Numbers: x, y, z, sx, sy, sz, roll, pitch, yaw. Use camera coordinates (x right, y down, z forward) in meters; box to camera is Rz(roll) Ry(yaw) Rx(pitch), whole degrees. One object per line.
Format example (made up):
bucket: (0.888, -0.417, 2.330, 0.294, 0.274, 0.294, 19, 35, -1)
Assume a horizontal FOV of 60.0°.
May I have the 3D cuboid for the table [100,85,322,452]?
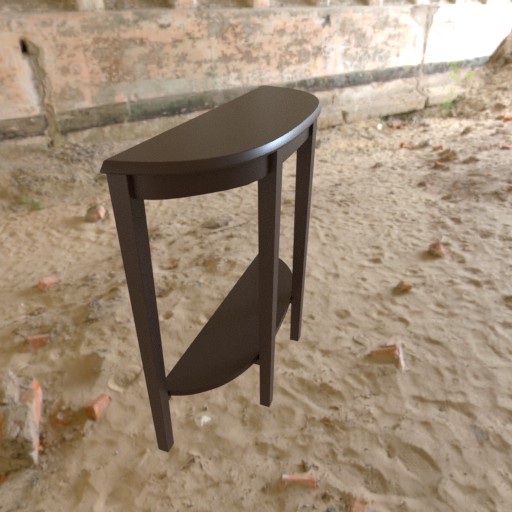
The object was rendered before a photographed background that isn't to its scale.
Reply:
table: (0.000, 0.000, 1.341, 0.274, 0.831, 0.909, 11, 32, 18)
